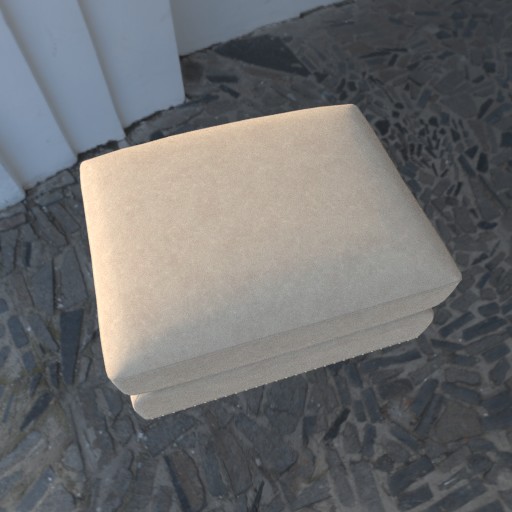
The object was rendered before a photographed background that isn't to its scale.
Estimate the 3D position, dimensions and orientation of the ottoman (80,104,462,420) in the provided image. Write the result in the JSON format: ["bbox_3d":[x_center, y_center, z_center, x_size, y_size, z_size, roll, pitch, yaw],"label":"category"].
[{"bbox_3d":[0.000,0.000,1.146,0.741,0.513,0.584,-15,60,-9],"label":"ottoman"}]
